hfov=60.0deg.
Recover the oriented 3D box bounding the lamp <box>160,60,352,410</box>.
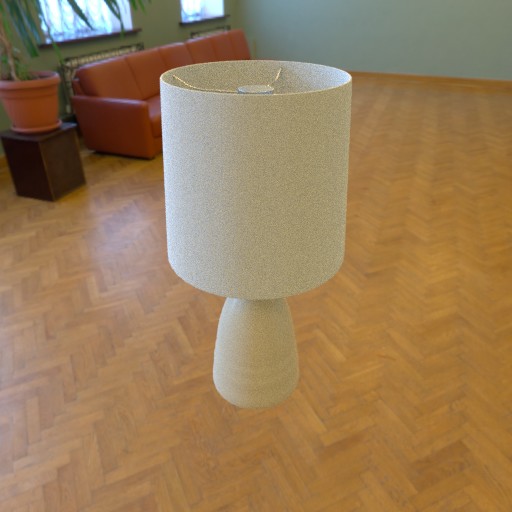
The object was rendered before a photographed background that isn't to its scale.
[{"bbox_3d":[0.000,0.000,0.481,0.186,0.369,0.186,0,32,0],"label":"lamp"}]
